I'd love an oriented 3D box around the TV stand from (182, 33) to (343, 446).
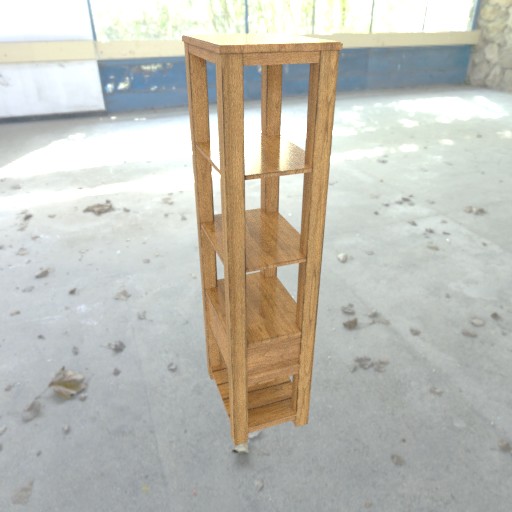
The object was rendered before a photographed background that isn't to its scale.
[{"bbox_3d":[0.000,0.000,2.067,0.435,1.828,0.565,-10,31,-17],"label":"TV stand"}]
